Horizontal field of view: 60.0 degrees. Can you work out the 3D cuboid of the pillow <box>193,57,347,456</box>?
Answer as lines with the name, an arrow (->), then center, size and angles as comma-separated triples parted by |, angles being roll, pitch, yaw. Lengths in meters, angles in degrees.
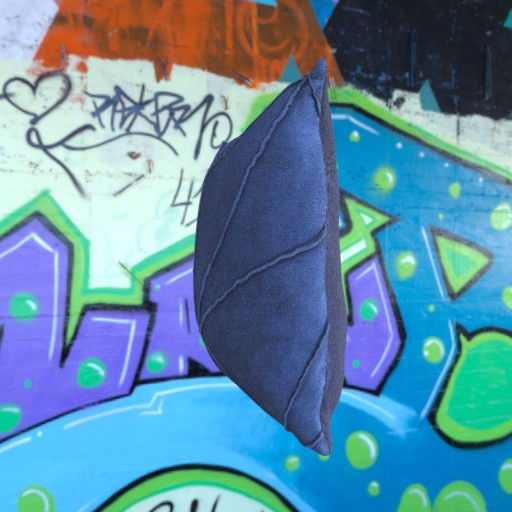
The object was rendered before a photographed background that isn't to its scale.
pillow -> 0.000, 0.000, 0.674 | 0.183, 0.440, 0.439 | 0, 1, -18
